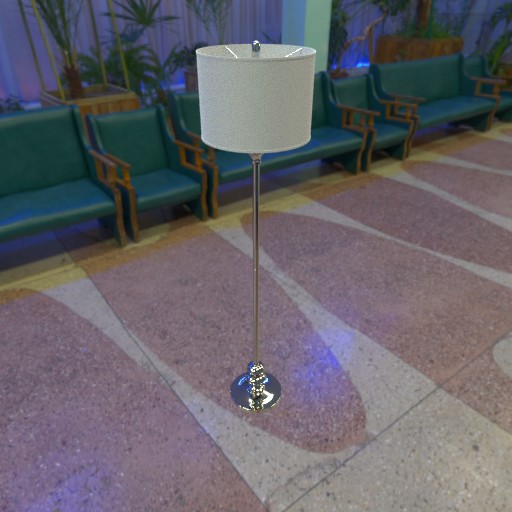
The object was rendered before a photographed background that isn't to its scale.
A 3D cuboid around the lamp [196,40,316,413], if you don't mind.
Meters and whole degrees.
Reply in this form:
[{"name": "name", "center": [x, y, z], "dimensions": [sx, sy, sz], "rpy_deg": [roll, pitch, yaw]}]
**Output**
[{"name": "lamp", "center": [0.000, 0.000, 1.693], "dimensions": [0.356, 1.487, 0.356], "rpy_deg": [-20, 36, -29]}]
